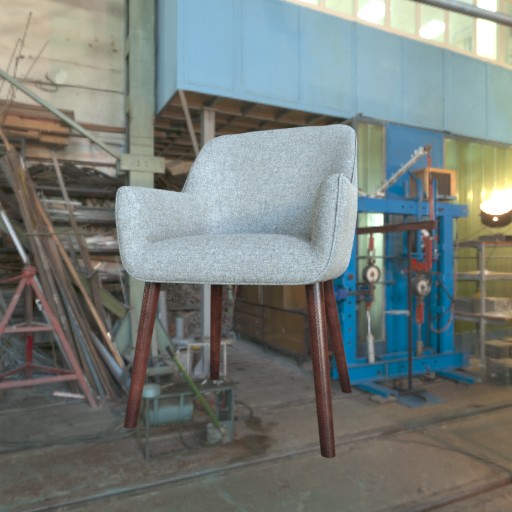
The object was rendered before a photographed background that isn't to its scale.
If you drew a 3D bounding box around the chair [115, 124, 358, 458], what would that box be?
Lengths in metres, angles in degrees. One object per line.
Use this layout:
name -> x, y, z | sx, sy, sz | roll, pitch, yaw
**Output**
chair -> 0.000, 0.000, 1.190 | 0.543, 0.803, 0.519 | 0, 0, 19
